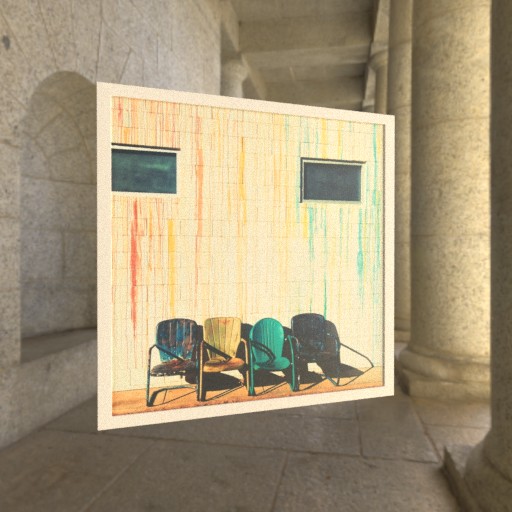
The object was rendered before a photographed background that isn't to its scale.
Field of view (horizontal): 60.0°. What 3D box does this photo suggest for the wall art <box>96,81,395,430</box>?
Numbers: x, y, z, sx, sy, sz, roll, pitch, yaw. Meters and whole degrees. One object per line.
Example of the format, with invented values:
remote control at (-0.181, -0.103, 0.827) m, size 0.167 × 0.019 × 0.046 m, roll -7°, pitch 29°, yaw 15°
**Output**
wall art at (0.000, 0.000, 0.452) m, size 0.305 × 0.305 × 0.038 m, roll 0°, pitch 1°, yaw -18°
